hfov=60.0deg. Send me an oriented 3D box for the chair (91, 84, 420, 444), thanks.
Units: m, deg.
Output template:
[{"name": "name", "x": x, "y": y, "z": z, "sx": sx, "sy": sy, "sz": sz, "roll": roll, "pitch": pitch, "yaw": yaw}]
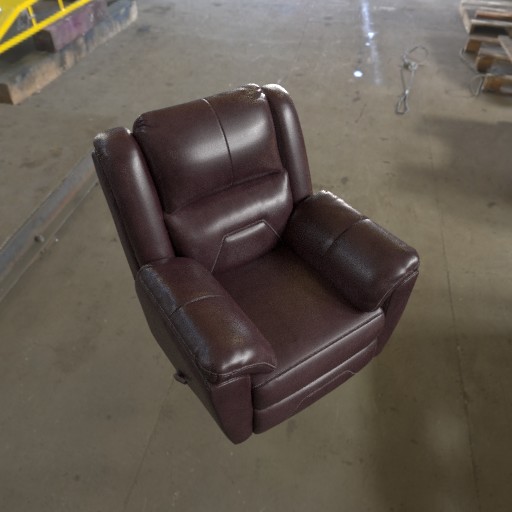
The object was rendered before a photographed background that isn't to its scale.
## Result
[{"name": "chair", "x": 0.000, "y": 0.000, "z": 1.903, "sx": 0.990, "sy": 1.093, "sz": 1.041, "roll": -25, "pitch": 50, "yaw": -23}]
